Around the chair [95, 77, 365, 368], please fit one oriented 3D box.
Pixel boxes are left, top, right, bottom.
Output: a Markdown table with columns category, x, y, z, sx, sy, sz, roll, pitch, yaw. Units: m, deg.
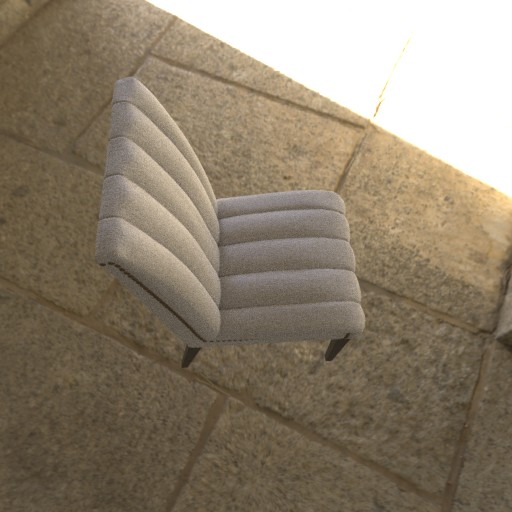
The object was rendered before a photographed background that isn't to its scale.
| category | x | y | z | sx | sy | sz | roll | pitch | yaw |
| --- | --- | --- | --- | --- | --- | --- | --- | --- | --- |
| chair | 0.000 | 0.000 | 1.384 | 0.647 | 1.016 | 0.511 | -3 | 64 | -1 |
